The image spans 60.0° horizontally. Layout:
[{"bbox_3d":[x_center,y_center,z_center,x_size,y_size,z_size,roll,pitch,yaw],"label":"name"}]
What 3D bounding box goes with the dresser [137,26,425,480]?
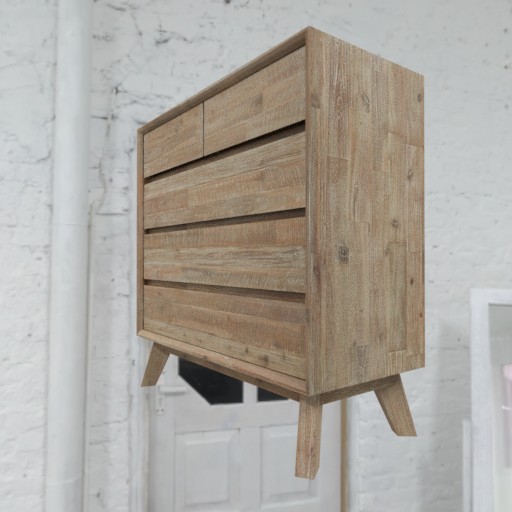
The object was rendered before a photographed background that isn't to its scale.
[{"bbox_3d":[0.000,0.000,1.527,0.455,1.029,0.998,0,-1,-37],"label":"dresser"}]
